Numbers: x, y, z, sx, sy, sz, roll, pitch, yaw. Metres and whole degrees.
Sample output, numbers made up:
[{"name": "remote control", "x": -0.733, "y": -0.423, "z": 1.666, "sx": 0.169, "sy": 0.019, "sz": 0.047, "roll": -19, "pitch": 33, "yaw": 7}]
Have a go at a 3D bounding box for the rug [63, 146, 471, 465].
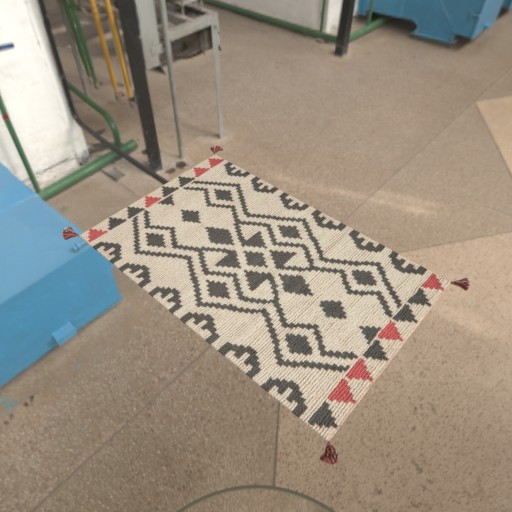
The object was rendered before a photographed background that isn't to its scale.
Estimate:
[{"name": "rug", "x": 0.000, "y": 0.000, "z": 3.361, "sx": 2.672, "sy": 0.066, "sz": 1.741, "roll": 33, "pitch": 55, "yaw": 27}]
